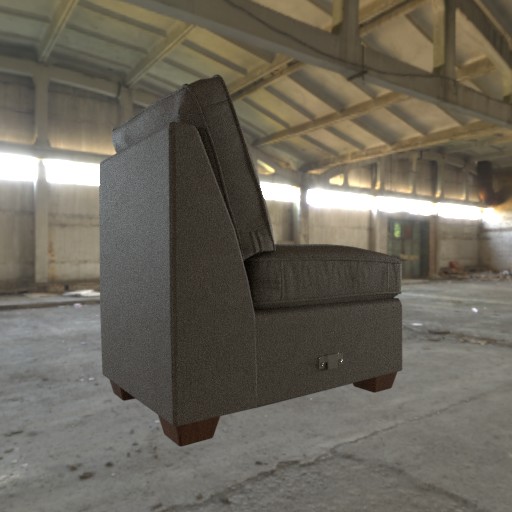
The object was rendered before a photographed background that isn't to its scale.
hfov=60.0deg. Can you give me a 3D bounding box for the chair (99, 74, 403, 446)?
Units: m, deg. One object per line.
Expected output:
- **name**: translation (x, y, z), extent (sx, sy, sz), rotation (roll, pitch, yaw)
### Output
- **chair**: translation (0.000, 0.000, 1.589), extent (0.938, 0.970, 0.621), rotation (0, 0, -36)
